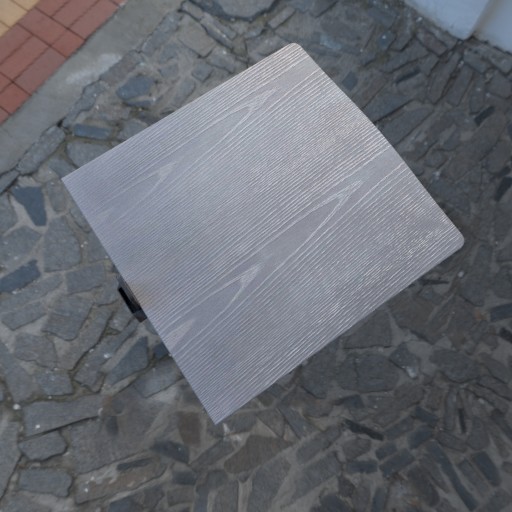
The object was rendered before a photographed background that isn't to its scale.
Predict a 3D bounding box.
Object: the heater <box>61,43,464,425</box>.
[{"bbox_3d":[0.000,0.000,0.754,0.400,0.481,0.362,-34,77,-9],"label":"heater"}]
